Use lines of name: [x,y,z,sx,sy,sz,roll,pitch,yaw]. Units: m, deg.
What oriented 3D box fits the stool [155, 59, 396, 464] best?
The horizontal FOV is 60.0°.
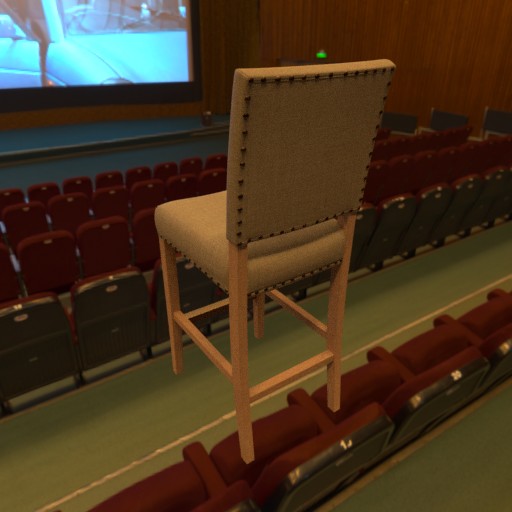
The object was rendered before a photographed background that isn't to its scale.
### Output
stool: [0.000,0.000,1.427,0.445,1.173,0.585,-18,33,-30]
